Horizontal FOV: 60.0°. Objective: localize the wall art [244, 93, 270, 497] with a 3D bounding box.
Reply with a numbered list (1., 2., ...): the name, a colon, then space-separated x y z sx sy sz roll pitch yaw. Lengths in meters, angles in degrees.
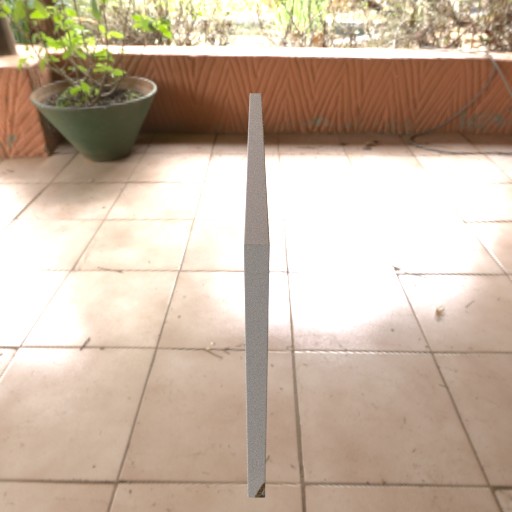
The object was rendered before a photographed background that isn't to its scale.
1. wall art: 0.000 0.000 1.124 0.038 0.601 0.898 0 32 0
